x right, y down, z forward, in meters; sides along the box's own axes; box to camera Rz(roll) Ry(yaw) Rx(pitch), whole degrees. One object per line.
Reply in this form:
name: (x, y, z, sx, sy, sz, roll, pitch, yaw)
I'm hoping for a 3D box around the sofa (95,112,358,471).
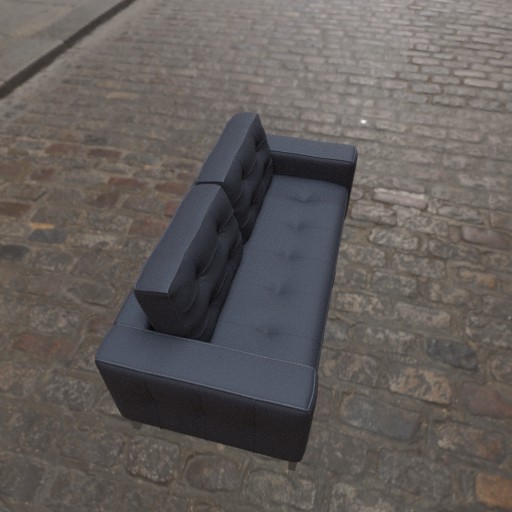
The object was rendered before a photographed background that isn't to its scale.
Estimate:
sofa: (0.000, 0.000, 2.256, 0.833, 0.893, 1.726, 10, 47, 10)
